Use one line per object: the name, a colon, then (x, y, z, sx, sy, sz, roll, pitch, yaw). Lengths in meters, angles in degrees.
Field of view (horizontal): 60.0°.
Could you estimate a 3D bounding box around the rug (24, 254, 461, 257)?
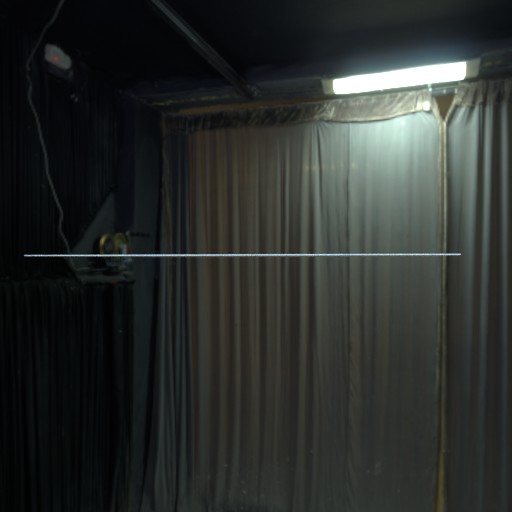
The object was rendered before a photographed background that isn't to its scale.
rug: (0.000, 0.000, 3.720, 2.895, 0.006, 1.982, 0, 0, 18)
